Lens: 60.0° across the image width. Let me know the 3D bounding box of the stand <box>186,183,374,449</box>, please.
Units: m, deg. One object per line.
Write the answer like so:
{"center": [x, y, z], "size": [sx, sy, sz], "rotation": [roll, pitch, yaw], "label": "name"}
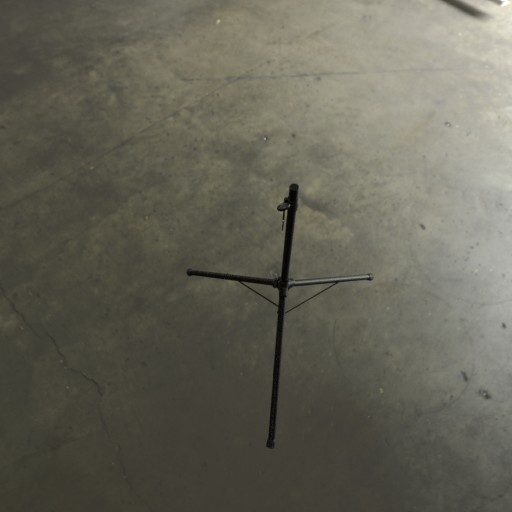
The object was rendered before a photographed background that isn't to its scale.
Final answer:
{"center": [0.000, 0.000, 2.844], "size": [1.339, 1.595, 1.596], "rotation": [29, 61, 18], "label": "stand"}
